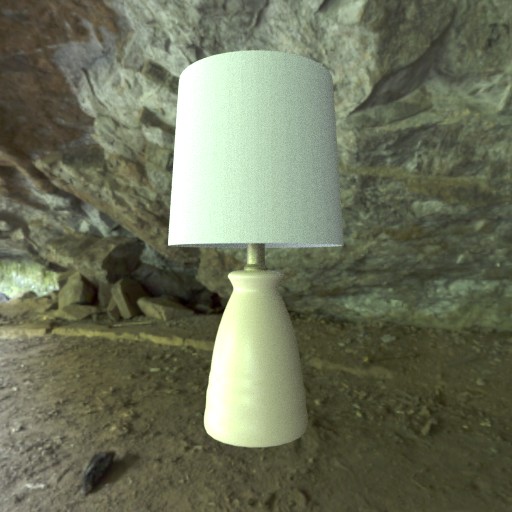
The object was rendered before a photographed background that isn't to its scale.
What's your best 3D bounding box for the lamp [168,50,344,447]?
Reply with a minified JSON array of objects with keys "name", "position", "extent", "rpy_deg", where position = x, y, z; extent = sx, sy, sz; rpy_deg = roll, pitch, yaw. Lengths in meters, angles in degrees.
[{"name":"lamp","position":[0.000,0.000,0.479],"extent":[0.186,0.369,0.186],"rpy_deg":[0,0,0]}]
